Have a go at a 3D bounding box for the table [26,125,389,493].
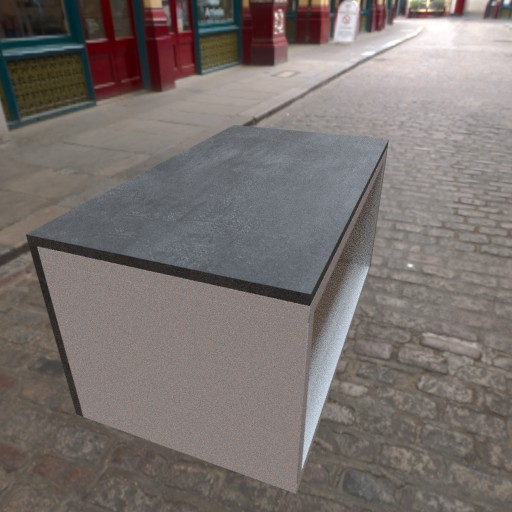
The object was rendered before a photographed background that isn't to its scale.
[{"bbox_3d":[0.000,0.000,0.909,0.400,0.350,0.700,11,31,19],"label":"table"}]
